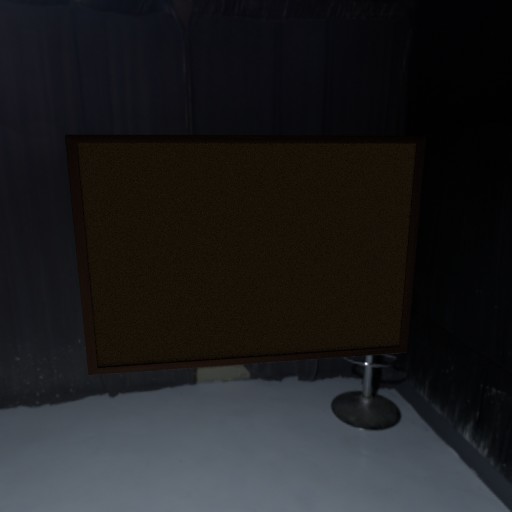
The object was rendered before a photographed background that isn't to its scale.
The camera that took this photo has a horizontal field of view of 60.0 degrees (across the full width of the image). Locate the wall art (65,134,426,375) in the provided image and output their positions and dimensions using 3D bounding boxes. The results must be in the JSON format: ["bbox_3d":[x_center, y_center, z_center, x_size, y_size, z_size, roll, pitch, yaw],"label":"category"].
[{"bbox_3d":[0.000,0.000,1.066,0.816,0.559,0.014,-2,14,-8],"label":"wall art"}]
